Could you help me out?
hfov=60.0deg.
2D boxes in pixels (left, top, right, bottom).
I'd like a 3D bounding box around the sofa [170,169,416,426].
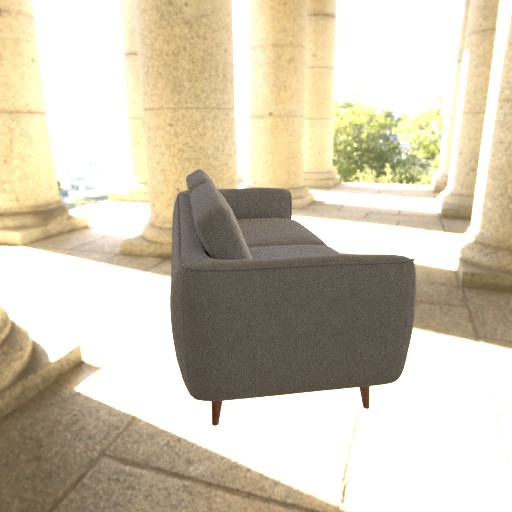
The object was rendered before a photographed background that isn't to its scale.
[{"bbox_3d":[0.000,0.000,2.464,0.920,0.850,2.000,-3,16,-10],"label":"sofa"}]
